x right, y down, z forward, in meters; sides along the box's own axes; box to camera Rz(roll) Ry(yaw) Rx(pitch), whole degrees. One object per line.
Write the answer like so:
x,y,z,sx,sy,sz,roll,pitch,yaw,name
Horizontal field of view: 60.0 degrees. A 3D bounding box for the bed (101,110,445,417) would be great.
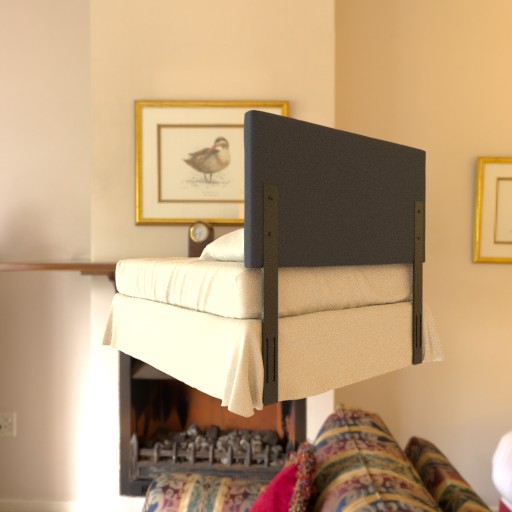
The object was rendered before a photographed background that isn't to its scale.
0.000,0.000,3.613,1.936,1.577,2.222,-1,1,-37,bed
